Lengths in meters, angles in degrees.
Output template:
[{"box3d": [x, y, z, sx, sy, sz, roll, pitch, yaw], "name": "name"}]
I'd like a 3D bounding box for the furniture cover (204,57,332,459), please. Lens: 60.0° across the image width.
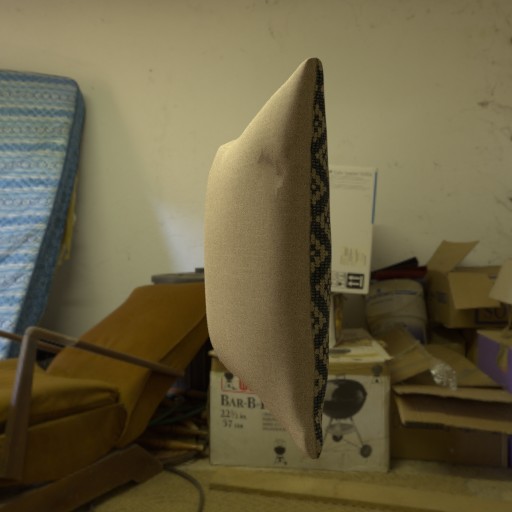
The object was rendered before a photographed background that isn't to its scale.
[{"box3d": [0.000, 0.000, 0.675, 0.139, 0.431, 0.431, 0, 1, -17], "name": "furniture cover"}]
